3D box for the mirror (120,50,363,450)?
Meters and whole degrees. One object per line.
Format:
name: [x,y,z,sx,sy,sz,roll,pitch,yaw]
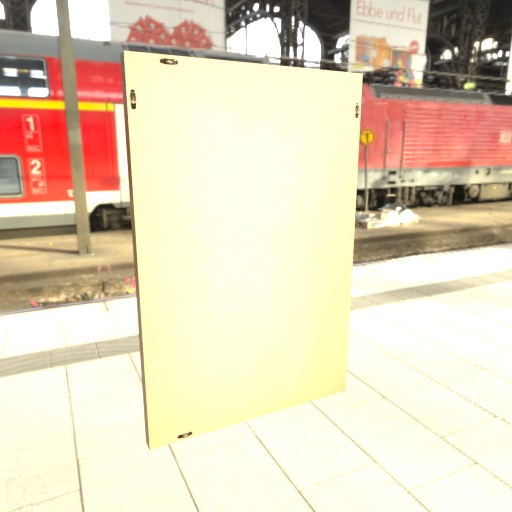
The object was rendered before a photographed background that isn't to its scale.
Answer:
mirror: [0.000,0.000,1.138,0.609,0.915,0.040,-7,15,-27]
